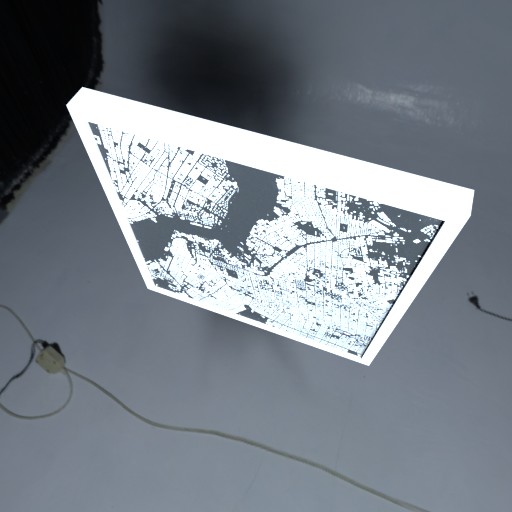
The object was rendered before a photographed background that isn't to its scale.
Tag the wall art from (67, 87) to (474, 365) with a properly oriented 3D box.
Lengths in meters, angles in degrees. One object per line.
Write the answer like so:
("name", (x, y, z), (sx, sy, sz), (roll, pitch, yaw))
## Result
("wall art", (0.000, 0.000, 0.747), (0.506, 0.506, 0.038), (18, 60, 11))
